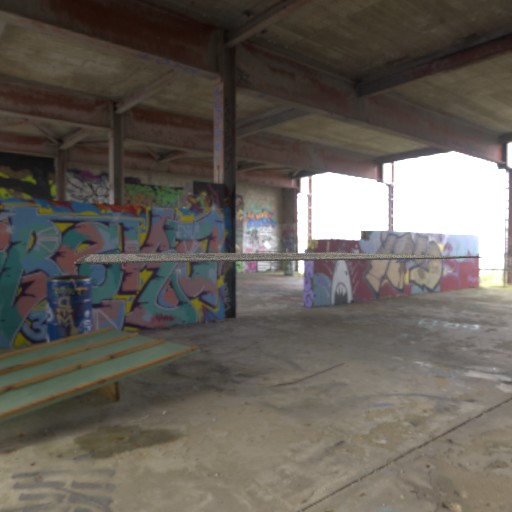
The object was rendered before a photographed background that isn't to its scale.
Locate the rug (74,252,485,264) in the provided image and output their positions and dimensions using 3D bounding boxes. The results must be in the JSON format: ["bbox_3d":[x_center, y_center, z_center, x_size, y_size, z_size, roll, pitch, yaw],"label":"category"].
[{"bbox_3d":[0.000,0.000,4.198,3.069,0.026,2.451,0,1,-19],"label":"rug"}]
